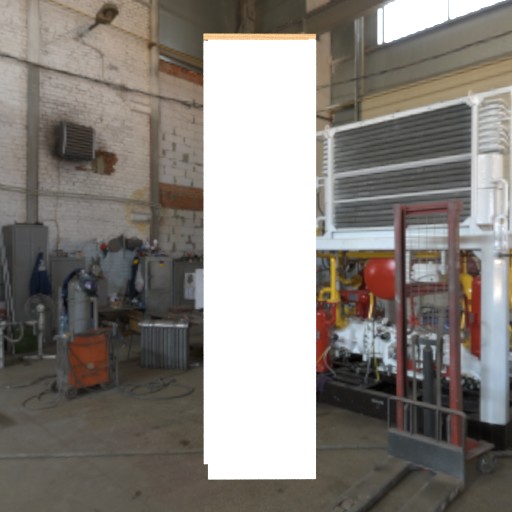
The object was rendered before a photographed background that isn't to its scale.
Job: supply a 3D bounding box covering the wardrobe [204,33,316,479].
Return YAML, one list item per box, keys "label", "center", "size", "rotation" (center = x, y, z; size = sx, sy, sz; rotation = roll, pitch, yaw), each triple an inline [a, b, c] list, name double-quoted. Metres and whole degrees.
- label: "wardrobe"
  center: [0.000, 0.000, 3.330]
  size: [0.590, 2.260, 2.160]
  rotation: [0, 0, 0]
